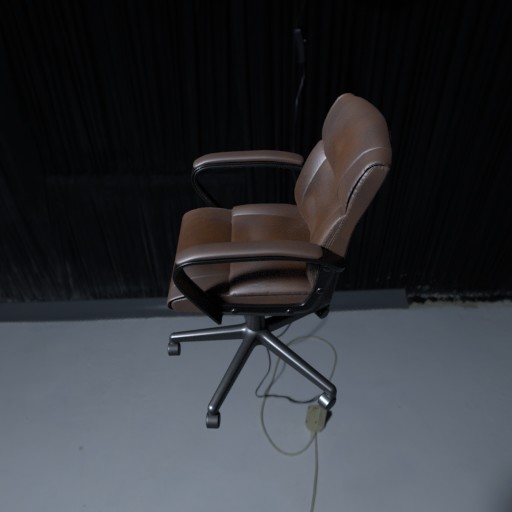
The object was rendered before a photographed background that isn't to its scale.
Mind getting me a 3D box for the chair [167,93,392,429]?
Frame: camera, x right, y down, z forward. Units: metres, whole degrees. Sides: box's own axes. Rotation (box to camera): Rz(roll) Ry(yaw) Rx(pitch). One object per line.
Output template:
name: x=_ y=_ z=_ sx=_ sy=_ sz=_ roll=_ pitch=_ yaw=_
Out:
chair: x=0.000 y=0.000 z=1.520 sx=0.717 sy=1.004 sz=0.739 roll=0 pitch=40 yaw=0
